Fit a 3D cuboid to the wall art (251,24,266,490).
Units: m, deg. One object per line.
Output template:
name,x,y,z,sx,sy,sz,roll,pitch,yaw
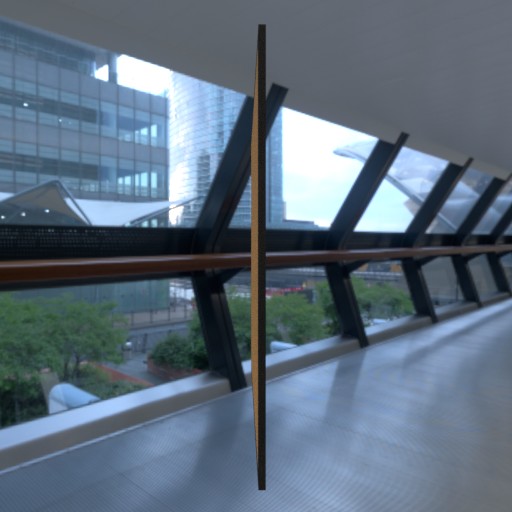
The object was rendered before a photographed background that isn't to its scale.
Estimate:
wall art,0.000,0.000,1.195,0.013,0.823,0.823,0,1,-2
